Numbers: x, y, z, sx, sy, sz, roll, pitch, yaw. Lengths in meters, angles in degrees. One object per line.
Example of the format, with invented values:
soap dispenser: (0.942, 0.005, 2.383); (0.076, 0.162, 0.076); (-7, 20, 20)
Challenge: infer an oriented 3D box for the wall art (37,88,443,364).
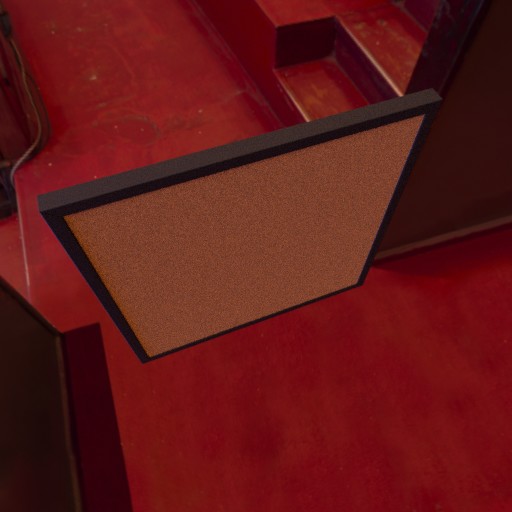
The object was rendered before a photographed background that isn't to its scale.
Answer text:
wall art: (0.000, 0.000, 1.118); (0.763, 0.763, 0.037); (-18, 60, -11)
